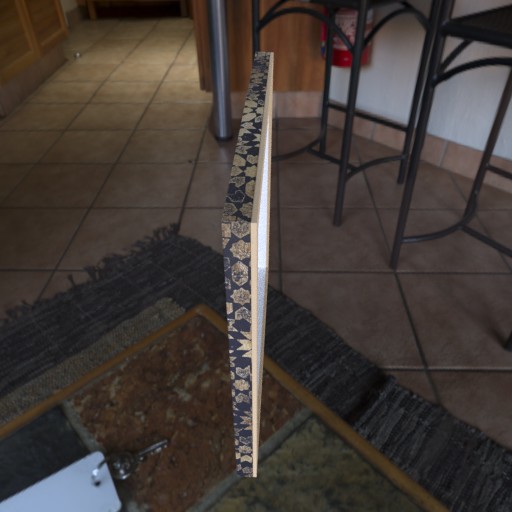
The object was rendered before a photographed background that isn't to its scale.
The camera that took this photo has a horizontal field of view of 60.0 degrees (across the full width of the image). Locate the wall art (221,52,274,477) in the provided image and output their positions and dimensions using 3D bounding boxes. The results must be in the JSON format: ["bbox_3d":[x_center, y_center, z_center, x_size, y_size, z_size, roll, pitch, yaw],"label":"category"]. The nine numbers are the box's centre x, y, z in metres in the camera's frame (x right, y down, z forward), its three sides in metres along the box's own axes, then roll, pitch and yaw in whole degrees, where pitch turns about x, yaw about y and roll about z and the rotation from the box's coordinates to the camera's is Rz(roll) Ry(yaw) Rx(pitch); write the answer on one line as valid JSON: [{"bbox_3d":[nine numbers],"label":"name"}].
[{"bbox_3d":[0.000,0.000,0.899,0.038,0.612,0.612,2,40,3],"label":"wall art"}]
